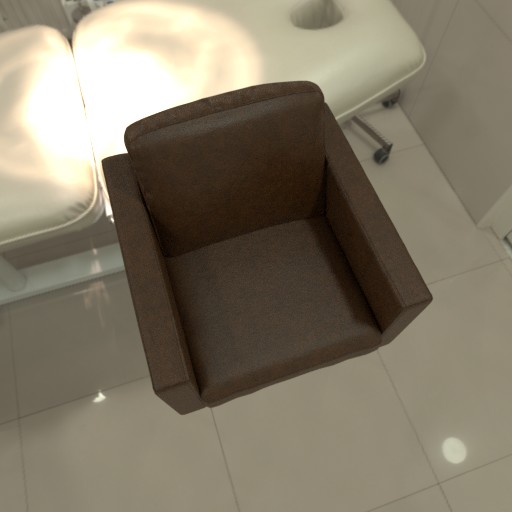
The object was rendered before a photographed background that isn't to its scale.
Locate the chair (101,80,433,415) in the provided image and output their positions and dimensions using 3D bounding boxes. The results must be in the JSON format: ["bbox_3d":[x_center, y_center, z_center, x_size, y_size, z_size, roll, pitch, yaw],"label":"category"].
[{"bbox_3d":[0.000,0.000,1.663,0.890,0.956,0.909,-17,65,-8],"label":"chair"}]
